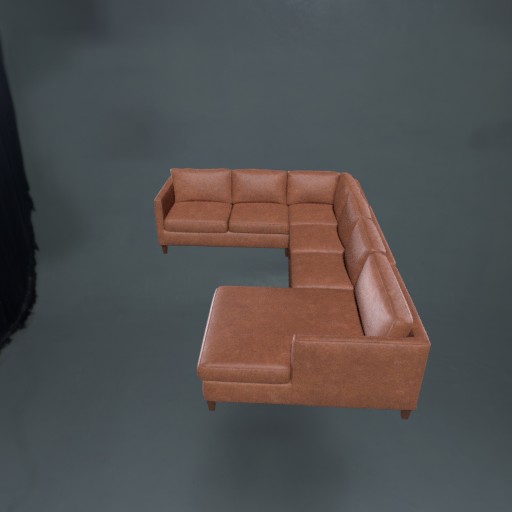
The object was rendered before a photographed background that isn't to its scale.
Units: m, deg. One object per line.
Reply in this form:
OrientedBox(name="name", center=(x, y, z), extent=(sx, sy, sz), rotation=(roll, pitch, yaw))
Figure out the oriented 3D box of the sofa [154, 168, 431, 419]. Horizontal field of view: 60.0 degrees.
OrientedBox(name="sofa", center=(0.000, 0.000, 4.651), extent=(2.593, 0.923, 3.460), rotation=(2, 29, 3))
